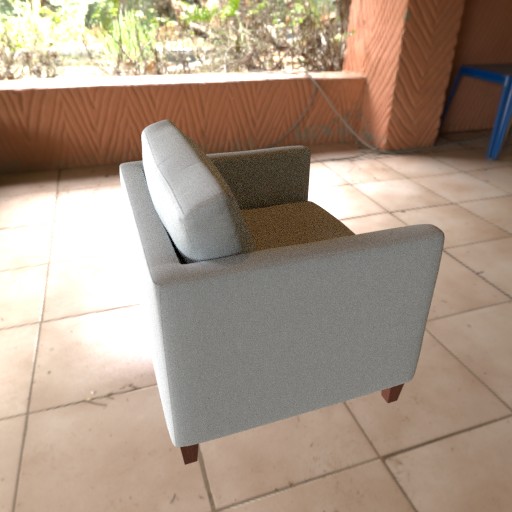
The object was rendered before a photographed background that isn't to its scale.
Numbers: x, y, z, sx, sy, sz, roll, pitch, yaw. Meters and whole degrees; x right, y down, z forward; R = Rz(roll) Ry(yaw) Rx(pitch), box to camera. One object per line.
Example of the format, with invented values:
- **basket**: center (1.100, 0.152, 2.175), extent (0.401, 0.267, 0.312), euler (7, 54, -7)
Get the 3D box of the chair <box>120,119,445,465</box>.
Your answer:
- **chair**: center (0.000, 0.000, 1.819), extent (0.953, 0.961, 1.107), euler (-10, 31, -17)
